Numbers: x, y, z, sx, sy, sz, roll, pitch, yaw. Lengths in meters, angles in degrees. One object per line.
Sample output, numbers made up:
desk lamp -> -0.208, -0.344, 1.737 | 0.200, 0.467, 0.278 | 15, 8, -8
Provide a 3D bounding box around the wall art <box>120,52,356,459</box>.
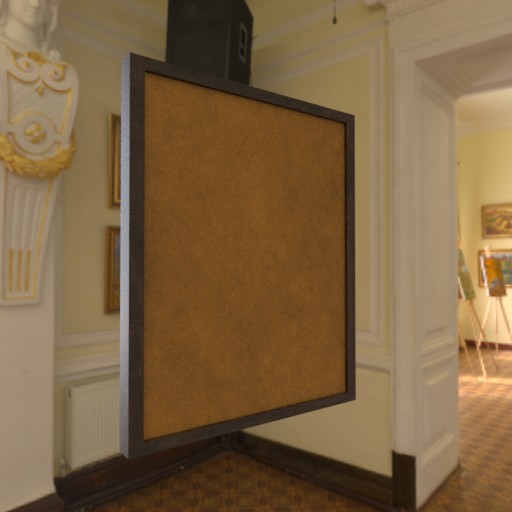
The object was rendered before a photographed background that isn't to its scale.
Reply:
wall art -> 0.000, 0.000, 0.548 | 0.329, 0.406, 0.027 | 1, -1, -35
